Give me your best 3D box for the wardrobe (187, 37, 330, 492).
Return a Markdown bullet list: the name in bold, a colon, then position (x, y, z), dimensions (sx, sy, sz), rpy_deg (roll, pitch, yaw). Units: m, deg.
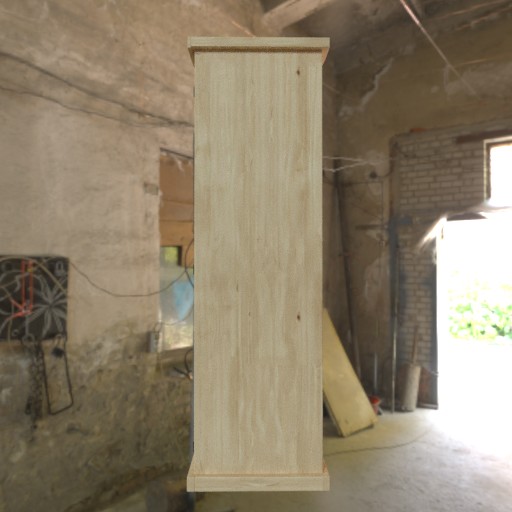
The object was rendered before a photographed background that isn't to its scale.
- **wardrobe**: position (0.000, 0.000, 2.502), dimensions (0.570, 1.870, 1.500), rpy_deg (0, -1, -1)
